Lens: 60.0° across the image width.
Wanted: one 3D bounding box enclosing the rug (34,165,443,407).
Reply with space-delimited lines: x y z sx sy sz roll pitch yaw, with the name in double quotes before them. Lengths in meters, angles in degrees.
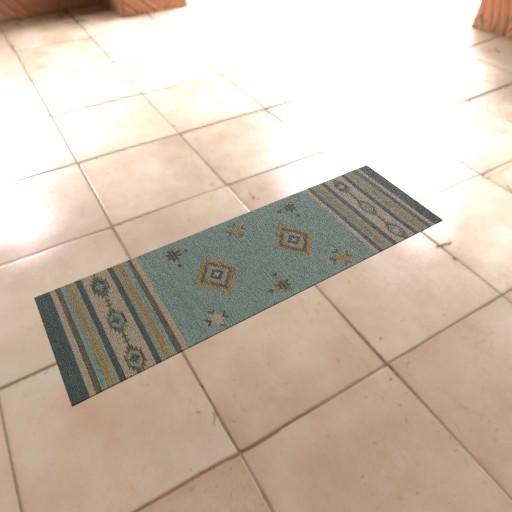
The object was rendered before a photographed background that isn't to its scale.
"rug" 0.000 0.000 2.695 2.441 0.010 0.744 -24 50 -22
